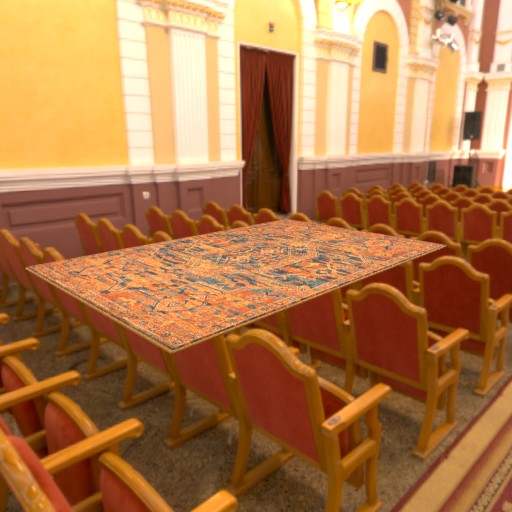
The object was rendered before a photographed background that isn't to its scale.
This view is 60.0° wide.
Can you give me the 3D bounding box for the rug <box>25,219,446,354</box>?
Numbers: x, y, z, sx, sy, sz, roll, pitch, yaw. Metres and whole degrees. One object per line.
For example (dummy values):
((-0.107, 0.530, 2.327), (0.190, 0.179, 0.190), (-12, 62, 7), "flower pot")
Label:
((0.000, 0.000, 1.066), (0.863, 0.008, 0.557), (-14, 20, -43), "rug")
